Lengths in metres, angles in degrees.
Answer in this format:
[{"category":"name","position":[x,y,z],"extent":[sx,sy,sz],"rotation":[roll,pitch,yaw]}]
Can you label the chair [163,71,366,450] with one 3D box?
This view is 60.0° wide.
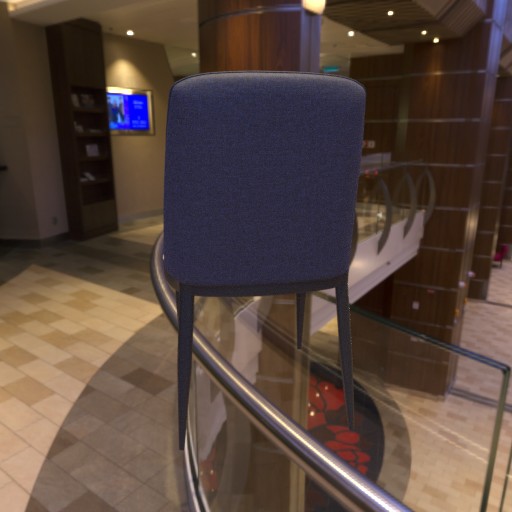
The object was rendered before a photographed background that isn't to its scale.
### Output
[{"category":"chair","position":[0.000,0.000,1.164],"extent":[0.480,0.839,0.551],"rotation":[-3,16,-10]}]
